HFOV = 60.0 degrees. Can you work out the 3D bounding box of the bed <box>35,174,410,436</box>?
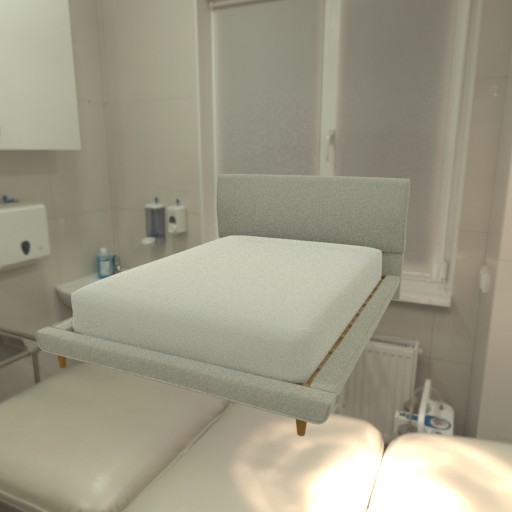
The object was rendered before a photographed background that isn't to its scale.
[{"bbox_3d":[0.000,0.000,3.257,1.840,1.067,2.368,6,15,25],"label":"bed"}]
